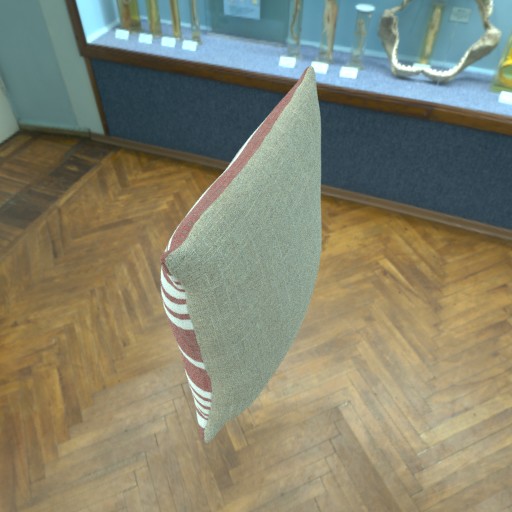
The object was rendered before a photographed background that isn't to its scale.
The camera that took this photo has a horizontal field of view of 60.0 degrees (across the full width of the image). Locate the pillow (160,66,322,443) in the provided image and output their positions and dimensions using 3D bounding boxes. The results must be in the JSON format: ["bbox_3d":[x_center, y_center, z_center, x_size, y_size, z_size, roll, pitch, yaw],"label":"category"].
[{"bbox_3d":[0.000,0.000,0.682,0.182,0.427,0.439,17,49,16],"label":"pillow"}]
